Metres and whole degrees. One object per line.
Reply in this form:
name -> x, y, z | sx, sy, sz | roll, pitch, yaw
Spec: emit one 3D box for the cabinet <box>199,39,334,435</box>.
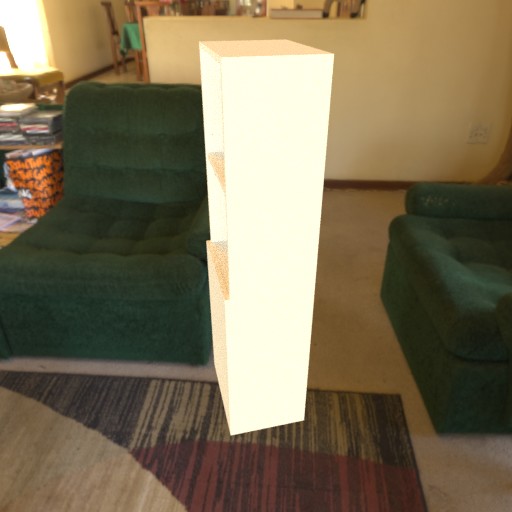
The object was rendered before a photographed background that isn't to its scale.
cabinet -> 0.000, 0.000, 1.576 | 0.300, 1.350, 0.400 | -7, 31, -12
